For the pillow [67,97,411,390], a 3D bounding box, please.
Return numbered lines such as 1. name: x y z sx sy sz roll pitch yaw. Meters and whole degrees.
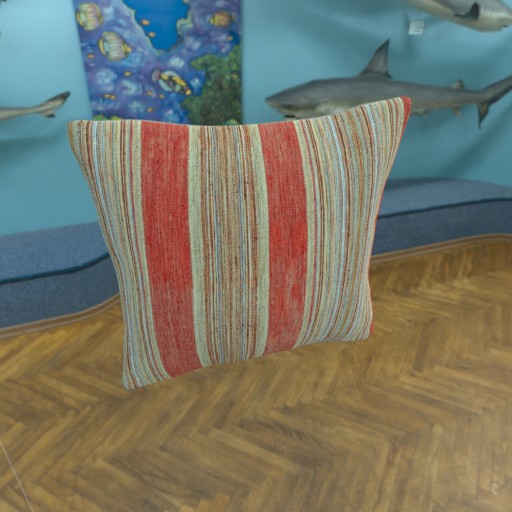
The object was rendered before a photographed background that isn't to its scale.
1. pillow: 0.000 0.000 0.640 0.437 0.419 0.136 -9 32 -14
